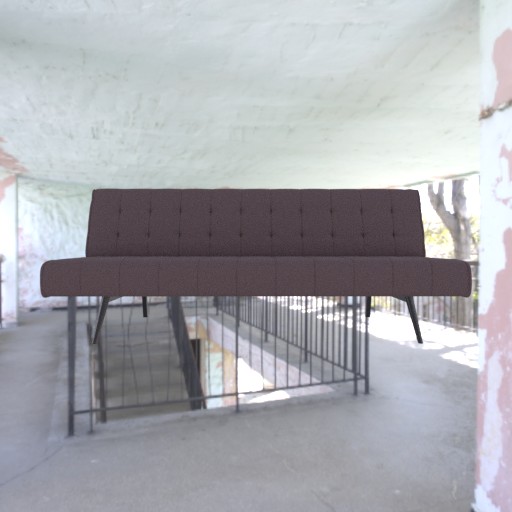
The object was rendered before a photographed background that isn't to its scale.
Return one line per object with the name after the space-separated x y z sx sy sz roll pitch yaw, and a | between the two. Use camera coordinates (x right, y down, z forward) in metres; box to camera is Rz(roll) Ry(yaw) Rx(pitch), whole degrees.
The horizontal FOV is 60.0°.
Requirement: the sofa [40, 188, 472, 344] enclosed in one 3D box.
0.000 0.000 2.114 1.703 0.699 0.747 0 1 0 | sofa
